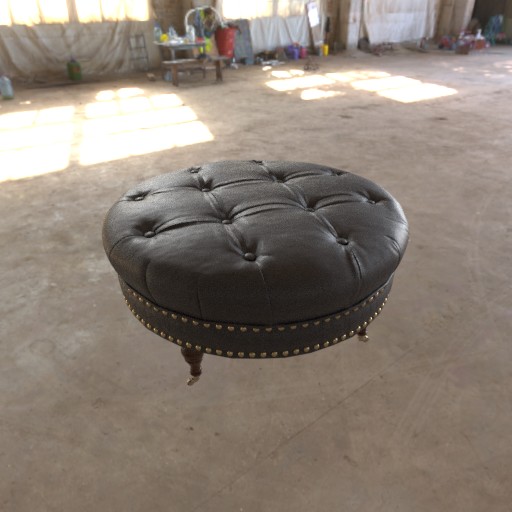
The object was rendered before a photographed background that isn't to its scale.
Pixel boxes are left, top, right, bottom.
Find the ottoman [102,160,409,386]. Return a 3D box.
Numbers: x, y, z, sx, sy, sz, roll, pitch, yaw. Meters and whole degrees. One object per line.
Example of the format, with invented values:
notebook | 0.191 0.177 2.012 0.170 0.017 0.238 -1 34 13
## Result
ottoman | 0.000 0.000 1.425 0.901 0.439 0.901 0 30 0
